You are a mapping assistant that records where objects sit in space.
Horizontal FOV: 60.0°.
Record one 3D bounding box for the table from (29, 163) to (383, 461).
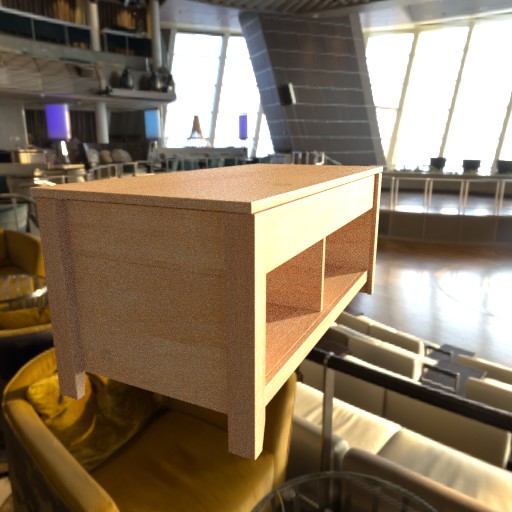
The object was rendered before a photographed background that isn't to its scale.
[{"bbox_3d":[0.000,0.000,1.256,0.483,0.457,1.016,7,16,25],"label":"table"}]
